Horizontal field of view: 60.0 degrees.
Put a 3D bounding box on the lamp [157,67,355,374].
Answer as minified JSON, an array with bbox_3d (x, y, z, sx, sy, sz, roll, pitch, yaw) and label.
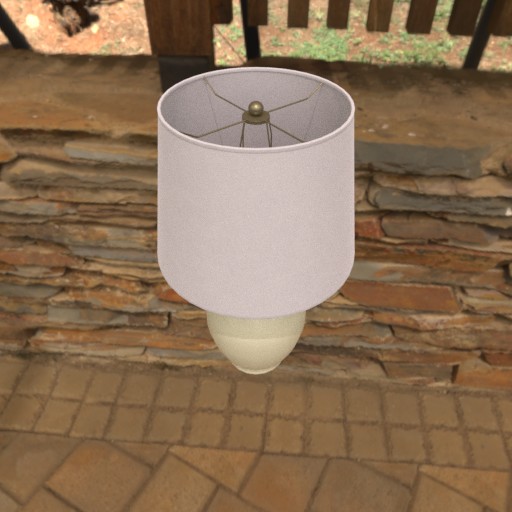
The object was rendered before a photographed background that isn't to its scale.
[{"bbox_3d":[0.000,0.000,0.559,0.239,0.399,0.239,0,42,0],"label":"lamp"}]
